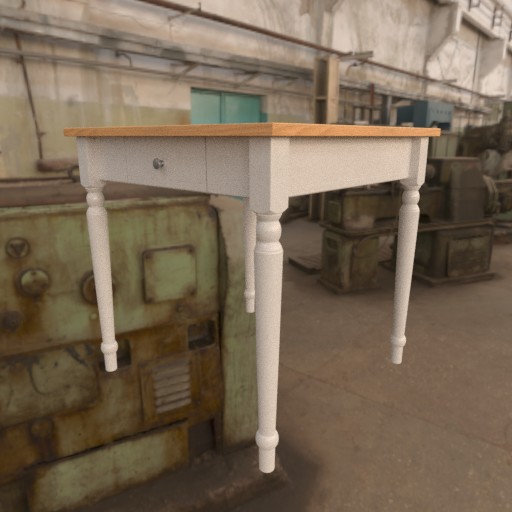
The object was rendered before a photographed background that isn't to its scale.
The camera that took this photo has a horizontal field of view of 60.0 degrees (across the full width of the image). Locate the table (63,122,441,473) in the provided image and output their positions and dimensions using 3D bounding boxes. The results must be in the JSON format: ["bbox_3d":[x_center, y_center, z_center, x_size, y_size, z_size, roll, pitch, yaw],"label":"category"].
[{"bbox_3d":[0.000,0.000,1.333,0.747,0.738,0.747,13,20,40],"label":"table"}]
